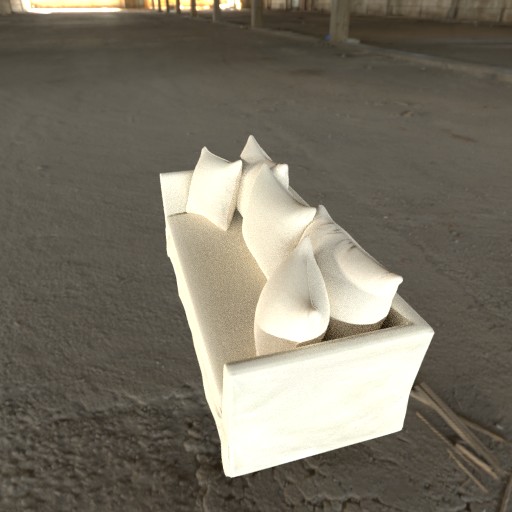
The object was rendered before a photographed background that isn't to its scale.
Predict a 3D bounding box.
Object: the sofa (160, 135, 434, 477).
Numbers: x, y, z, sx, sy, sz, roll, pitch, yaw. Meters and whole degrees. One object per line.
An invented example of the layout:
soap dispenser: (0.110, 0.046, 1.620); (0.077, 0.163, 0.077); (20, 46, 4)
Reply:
sofa: (0.000, 0.000, 3.029); (1.030, 1.042, 2.484); (-9, 31, -15)
